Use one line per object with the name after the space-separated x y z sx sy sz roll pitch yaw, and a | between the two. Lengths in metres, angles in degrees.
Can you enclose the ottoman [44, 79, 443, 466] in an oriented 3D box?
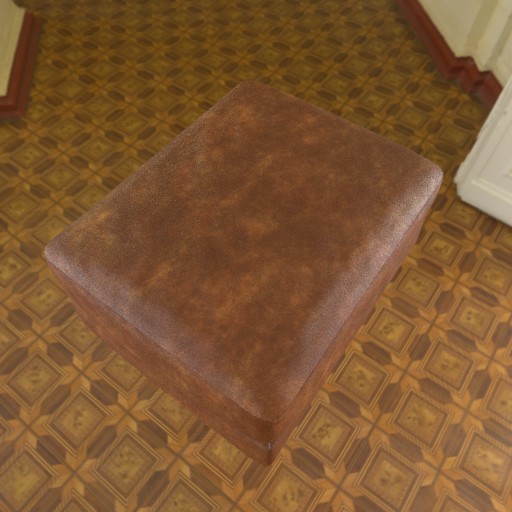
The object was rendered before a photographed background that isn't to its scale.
0.000 0.000 1.111 0.603 0.476 0.751 31 62 19 | ottoman
